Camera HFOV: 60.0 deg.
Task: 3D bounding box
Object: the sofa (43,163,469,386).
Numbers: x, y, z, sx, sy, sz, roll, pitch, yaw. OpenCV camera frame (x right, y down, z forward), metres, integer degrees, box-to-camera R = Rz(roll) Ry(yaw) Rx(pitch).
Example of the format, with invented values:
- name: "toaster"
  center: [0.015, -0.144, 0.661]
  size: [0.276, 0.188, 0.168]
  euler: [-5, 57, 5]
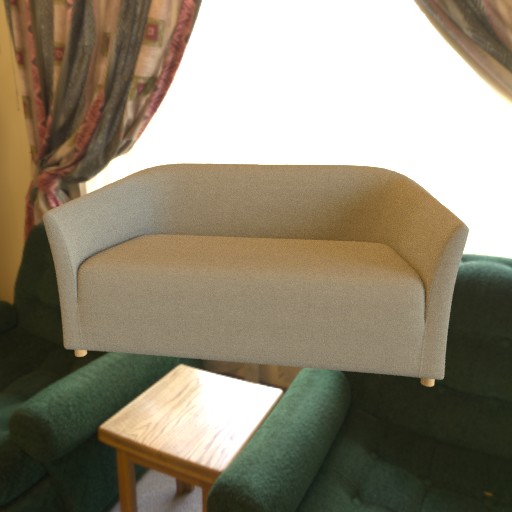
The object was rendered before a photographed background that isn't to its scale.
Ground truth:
- name: "sofa"
  center: [0.000, 0.000, 1.859]
  size: [1.452, 0.721, 0.705]
  euler: [2, 15, 9]
